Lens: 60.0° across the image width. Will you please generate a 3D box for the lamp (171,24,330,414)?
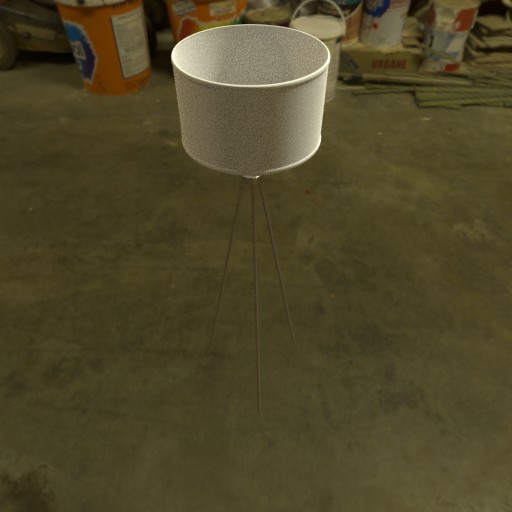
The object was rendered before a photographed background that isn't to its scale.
[{"bbox_3d":[0.000,0.000,1.707,0.458,1.545,0.448,-30,53,-27],"label":"lamp"}]
